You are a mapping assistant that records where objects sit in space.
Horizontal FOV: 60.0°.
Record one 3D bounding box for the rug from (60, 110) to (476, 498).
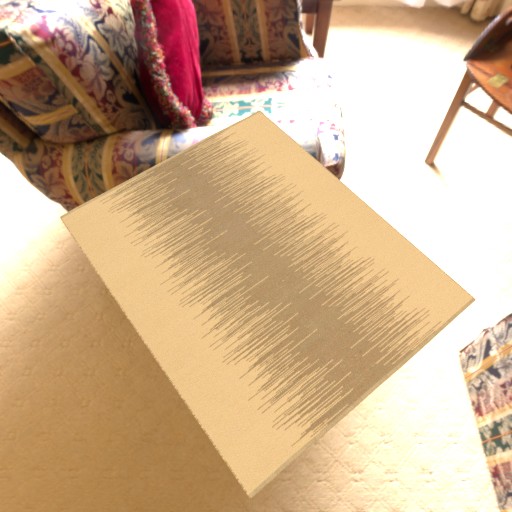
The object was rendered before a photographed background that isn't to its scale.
[{"bbox_3d":[0.000,0.000,4.041,2.453,0.010,3.037,-34,64,-19],"label":"rug"}]
